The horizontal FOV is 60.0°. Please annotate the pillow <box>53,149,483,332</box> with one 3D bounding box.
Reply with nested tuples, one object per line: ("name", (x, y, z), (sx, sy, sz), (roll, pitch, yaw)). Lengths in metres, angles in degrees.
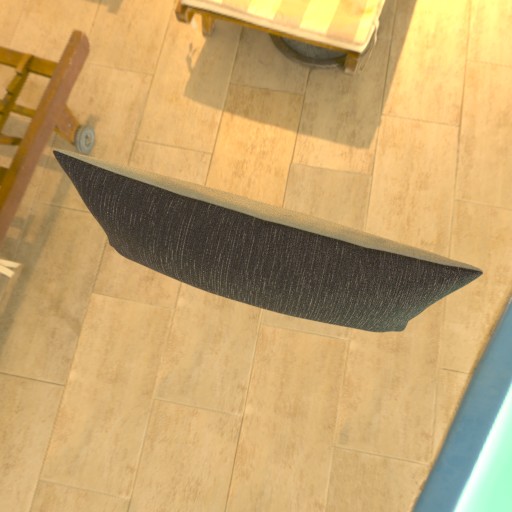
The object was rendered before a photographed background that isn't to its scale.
("pillow", (0.000, 0.000, 0.736), (0.608, 0.305, 0.156), (16, 77, 4))
